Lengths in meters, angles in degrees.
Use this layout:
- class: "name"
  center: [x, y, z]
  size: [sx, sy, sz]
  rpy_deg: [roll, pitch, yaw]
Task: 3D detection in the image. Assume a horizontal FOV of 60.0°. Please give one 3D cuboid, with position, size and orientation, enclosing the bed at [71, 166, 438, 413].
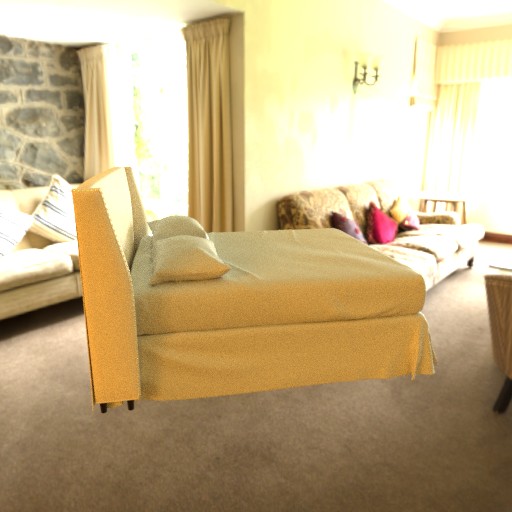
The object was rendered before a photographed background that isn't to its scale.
- class: "bed"
  center: [0.000, 0.000, 3.489]
  size: [2.276, 1.332, 1.925]
  rpy_deg: [-3, 15, -10]
